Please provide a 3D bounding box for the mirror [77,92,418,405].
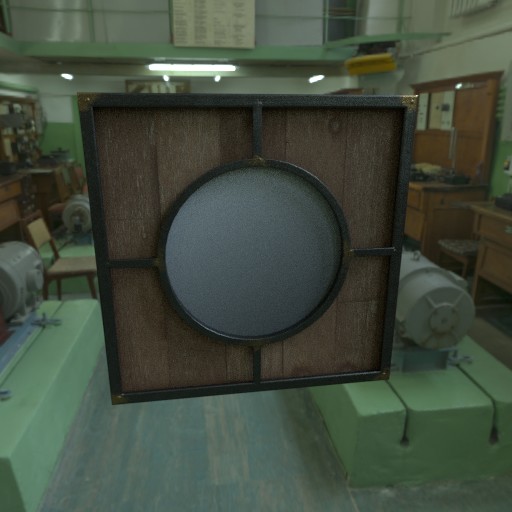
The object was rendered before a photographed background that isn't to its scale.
[{"bbox_3d":[0.000,0.000,0.555,0.382,0.381,0.020,-3,17,-9],"label":"mirror"}]
